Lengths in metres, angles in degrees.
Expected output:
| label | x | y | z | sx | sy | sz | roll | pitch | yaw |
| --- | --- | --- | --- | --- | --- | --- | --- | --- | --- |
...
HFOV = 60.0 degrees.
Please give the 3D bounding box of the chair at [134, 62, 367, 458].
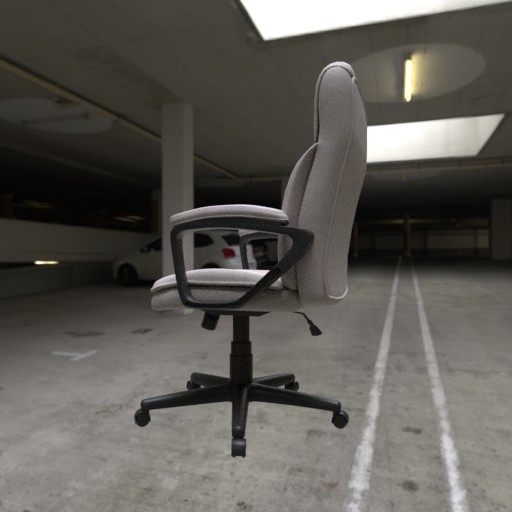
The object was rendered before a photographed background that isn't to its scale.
| label | x | y | z | sx | sy | sz | roll | pitch | yaw |
| --- | --- | --- | --- | --- | --- | --- | --- | --- | --- |
| chair | 0.000 | 0.000 | 1.523 | 0.724 | 1.105 | 0.667 | 0 | 0 | 18 |
